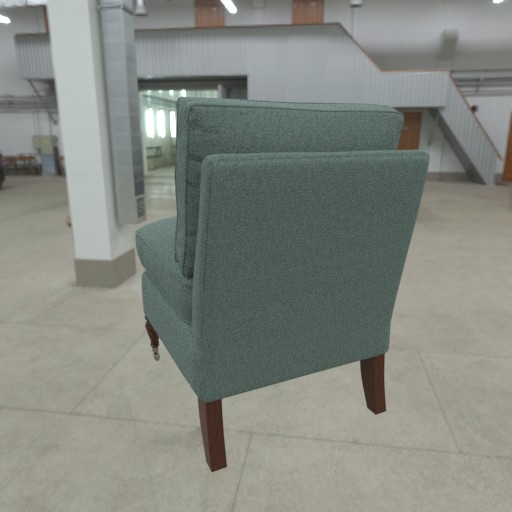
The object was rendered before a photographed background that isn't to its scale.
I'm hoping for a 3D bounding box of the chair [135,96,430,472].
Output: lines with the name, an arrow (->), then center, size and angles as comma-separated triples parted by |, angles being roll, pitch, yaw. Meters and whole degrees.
chair -> 0.000, 0.000, 1.397 | 0.624, 0.901, 0.796 | -8, 17, -26
